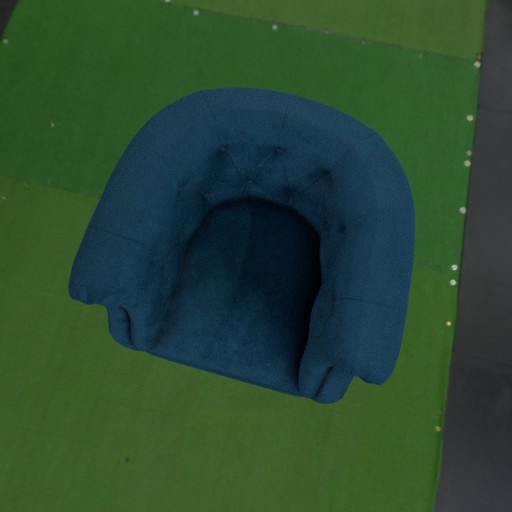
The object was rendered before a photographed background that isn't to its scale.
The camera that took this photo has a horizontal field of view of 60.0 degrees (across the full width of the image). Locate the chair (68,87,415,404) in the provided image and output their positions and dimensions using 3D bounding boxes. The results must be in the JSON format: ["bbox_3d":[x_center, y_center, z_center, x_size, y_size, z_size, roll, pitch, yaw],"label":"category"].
[{"bbox_3d":[0.000,0.000,1.556,0.904,0.826,0.851,15,76,4],"label":"chair"}]
